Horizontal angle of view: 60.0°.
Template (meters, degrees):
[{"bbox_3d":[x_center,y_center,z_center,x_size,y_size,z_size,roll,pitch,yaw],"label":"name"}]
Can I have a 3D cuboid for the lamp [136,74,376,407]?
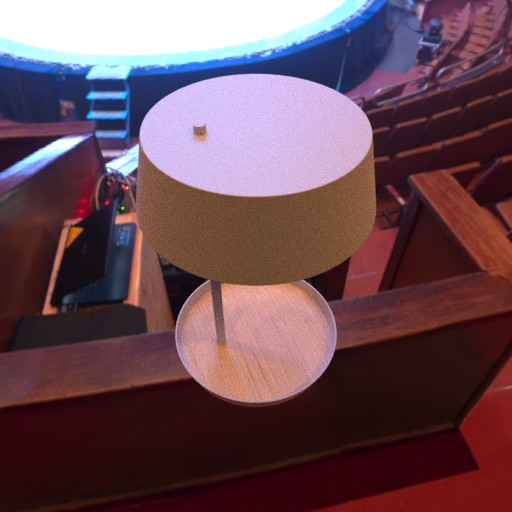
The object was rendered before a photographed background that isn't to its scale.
[{"bbox_3d":[0.000,0.000,0.625,0.291,0.429,0.291,0,46,0],"label":"lamp"}]
